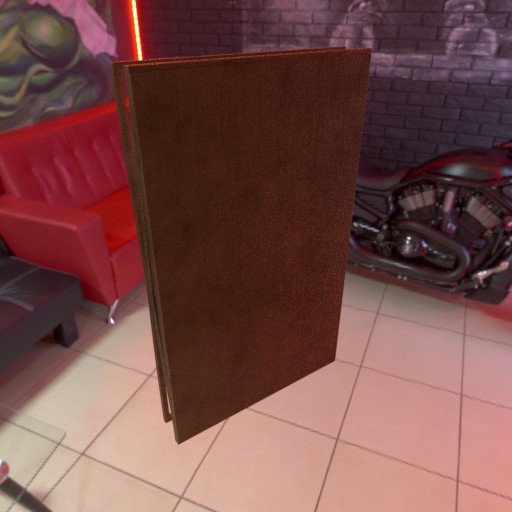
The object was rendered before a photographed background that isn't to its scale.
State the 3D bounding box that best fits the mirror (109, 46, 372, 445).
[{"bbox_3d":[0.000,0.000,0.922,0.468,0.768,0.082,-19,35,-29],"label":"mirror"}]
